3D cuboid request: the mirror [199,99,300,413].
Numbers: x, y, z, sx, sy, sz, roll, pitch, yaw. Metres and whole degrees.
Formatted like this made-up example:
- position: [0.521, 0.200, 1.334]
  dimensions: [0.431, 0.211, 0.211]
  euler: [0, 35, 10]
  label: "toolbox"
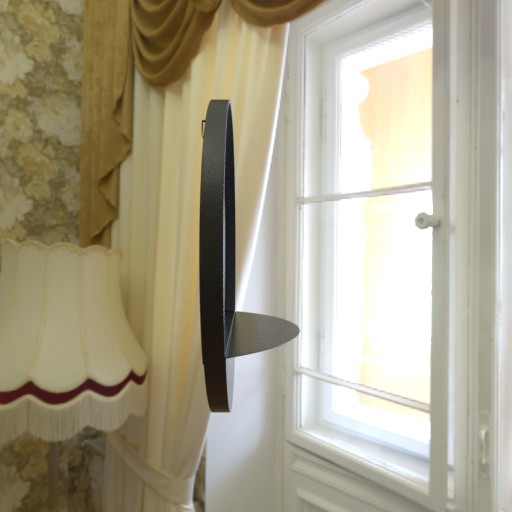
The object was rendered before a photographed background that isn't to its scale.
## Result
- position: [0.000, 0.000, 0.688]
  dimensions: [0.133, 0.457, 0.457]
  euler: [0, 0, -1]
  label: "mirror"
